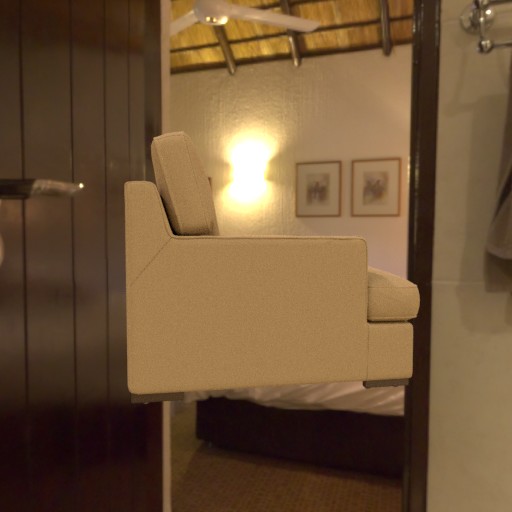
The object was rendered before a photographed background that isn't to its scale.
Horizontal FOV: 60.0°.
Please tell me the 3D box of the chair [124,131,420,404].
[{"bbox_3d":[0.000,0.000,2.212,1.274,1.005,1.293,-1,3,-18],"label":"chair"}]
